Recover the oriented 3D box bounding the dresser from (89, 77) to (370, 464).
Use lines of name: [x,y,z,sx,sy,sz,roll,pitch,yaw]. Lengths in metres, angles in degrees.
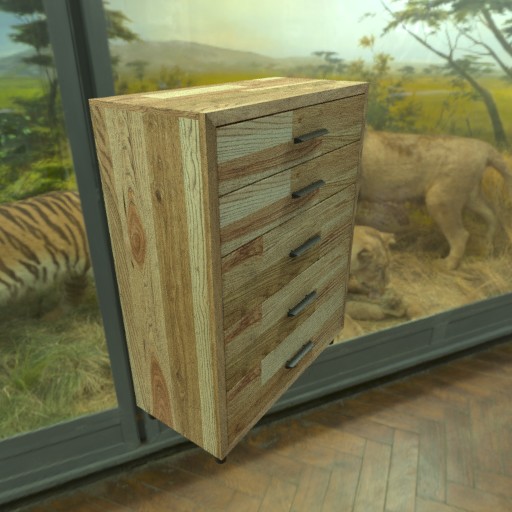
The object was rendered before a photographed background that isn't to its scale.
dresser: [0.000,0.000,1.761,0.480,1.243,0.966,18,31,32]
